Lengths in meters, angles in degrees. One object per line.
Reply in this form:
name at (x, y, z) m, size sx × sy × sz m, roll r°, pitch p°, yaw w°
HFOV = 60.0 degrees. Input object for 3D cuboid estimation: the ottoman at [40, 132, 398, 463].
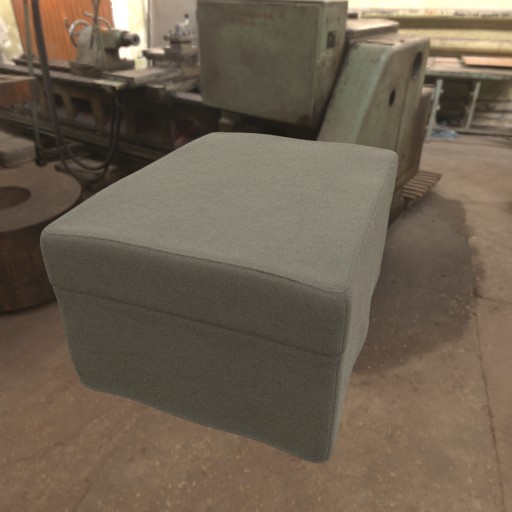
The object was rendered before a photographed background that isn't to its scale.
ottoman at (0.000, 0.000, 1.224) m, size 0.648 × 0.461 × 0.833 m, roll 11°, pitch 32°, yaw 18°
